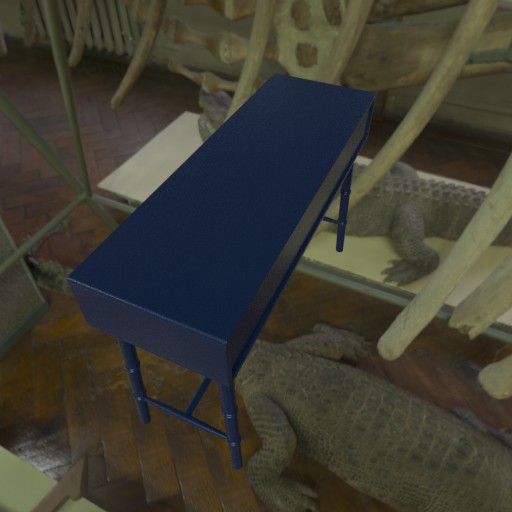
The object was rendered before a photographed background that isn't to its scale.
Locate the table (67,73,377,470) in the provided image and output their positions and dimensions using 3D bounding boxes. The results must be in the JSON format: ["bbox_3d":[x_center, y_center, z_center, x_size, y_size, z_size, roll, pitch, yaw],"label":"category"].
[{"bbox_3d":[0.000,0.000,1.500,0.399,0.749,1.118,19,49,17],"label":"table"}]
